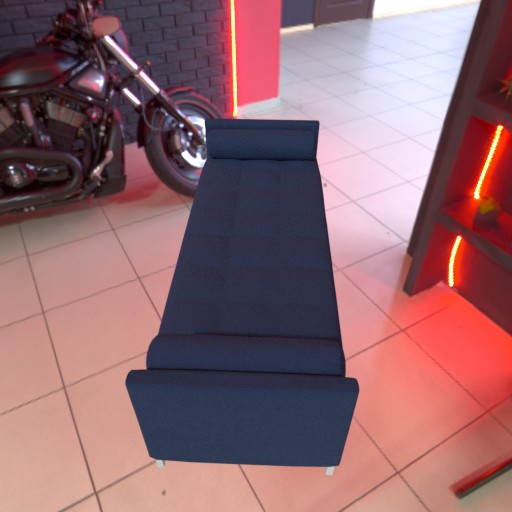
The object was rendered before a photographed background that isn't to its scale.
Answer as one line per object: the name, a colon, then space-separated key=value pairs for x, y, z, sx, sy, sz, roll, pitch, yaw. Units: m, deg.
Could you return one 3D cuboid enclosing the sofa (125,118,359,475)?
sofa: x=0.000 y=0.000 z=2.428 sx=0.797 sy=0.657 sz=2.102 roll=2 pitch=41 yaw=2
